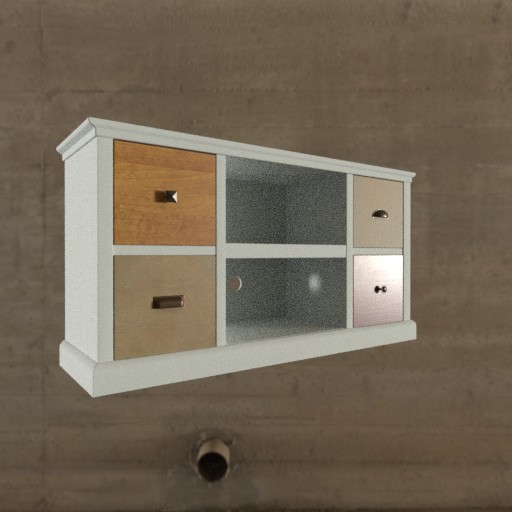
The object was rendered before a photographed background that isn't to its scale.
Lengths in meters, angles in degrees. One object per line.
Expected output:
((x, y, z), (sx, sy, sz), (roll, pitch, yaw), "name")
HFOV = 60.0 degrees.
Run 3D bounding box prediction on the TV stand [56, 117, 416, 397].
((0.000, 0.000, 1.488), (1.187, 0.624, 0.424), (0, 0, -35), "TV stand")
